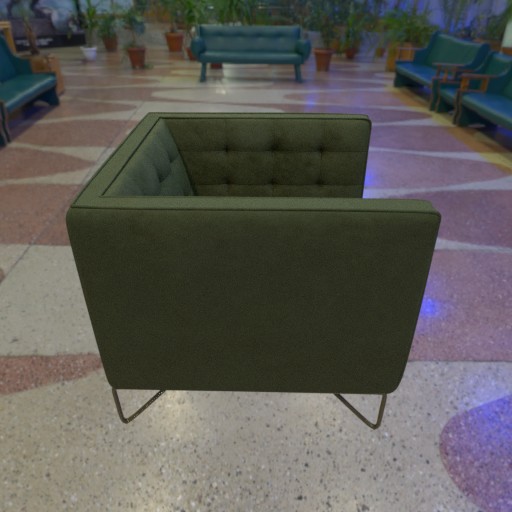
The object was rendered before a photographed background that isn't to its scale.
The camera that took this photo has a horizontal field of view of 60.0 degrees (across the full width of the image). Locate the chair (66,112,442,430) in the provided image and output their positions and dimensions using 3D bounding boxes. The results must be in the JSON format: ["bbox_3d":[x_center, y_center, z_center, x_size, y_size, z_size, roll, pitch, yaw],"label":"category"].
[{"bbox_3d":[0.000,0.000,1.567,0.894,0.790,0.880,0,32,1],"label":"chair"}]
